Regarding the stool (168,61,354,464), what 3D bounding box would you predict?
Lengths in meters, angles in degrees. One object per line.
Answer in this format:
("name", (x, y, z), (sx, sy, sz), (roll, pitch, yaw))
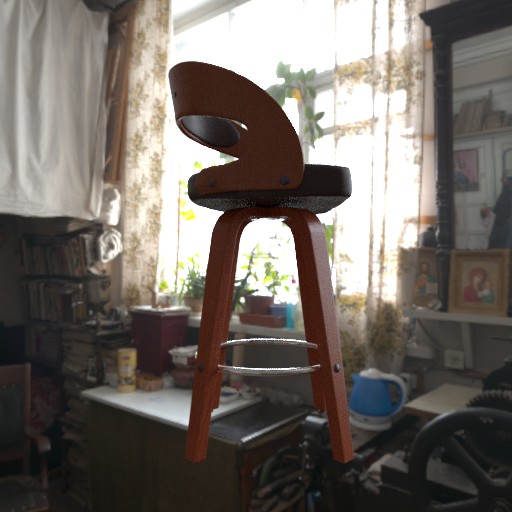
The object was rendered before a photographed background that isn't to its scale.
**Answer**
("stool", (0.000, 0.000, 1.174), (0.457, 0.940, 0.457), (0, 0, 0))
